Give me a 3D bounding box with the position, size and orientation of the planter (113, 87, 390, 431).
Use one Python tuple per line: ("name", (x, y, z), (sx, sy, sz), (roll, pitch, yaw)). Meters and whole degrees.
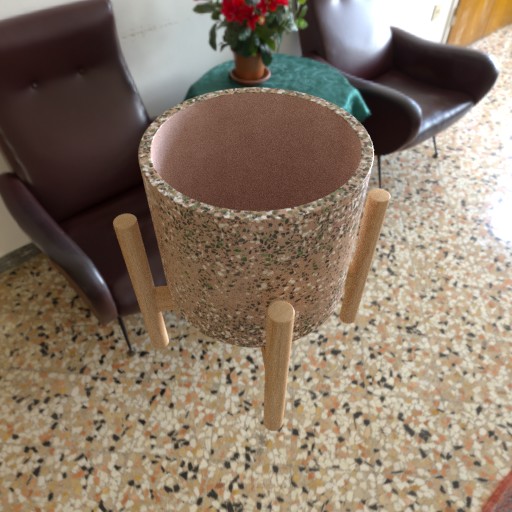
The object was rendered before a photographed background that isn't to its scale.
("planter", (0.000, 0.000, 0.541), (0.284, 0.320, 0.284), (10, 48, 9))
